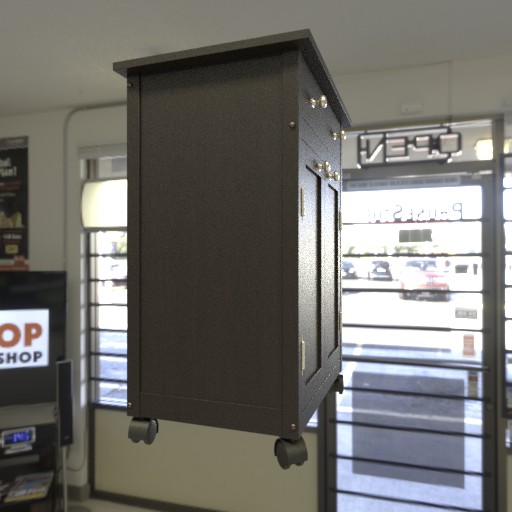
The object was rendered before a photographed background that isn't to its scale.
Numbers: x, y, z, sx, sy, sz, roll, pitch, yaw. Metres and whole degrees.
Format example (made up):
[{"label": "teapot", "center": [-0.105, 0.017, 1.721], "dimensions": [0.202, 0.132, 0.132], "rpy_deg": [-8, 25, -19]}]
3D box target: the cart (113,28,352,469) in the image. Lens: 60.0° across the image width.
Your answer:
[{"label": "cart", "center": [0.000, 0.000, 1.242], "dimensions": [0.456, 0.879, 0.660], "rpy_deg": [0, 0, 20]}]
